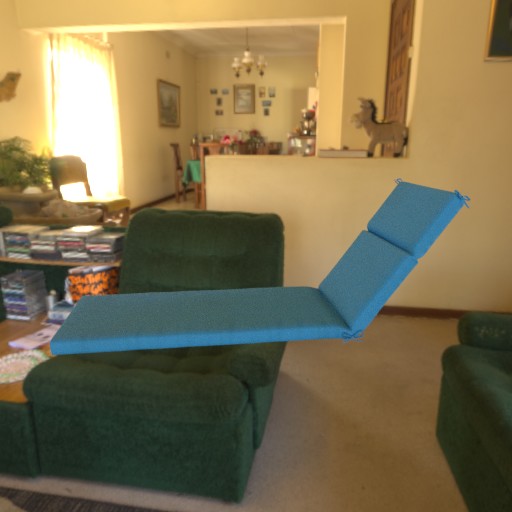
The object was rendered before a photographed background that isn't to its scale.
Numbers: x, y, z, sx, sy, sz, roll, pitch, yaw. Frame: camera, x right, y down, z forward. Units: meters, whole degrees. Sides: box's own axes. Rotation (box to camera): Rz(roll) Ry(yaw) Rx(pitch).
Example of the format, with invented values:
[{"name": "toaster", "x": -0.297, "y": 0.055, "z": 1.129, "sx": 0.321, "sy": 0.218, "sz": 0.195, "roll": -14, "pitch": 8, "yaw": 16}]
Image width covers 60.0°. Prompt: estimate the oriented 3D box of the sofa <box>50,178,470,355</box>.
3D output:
[{"name": "sofa", "x": 0.000, "y": 0.000, "z": 1.967, "sx": 1.663, "sy": 0.622, "sz": 0.582, "roll": -2, "pitch": 15, "yaw": -7}]
